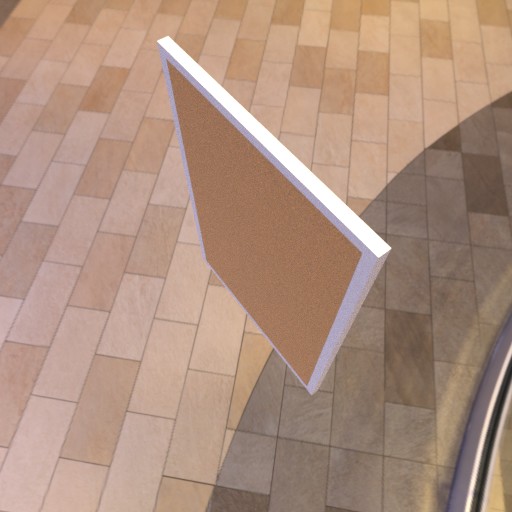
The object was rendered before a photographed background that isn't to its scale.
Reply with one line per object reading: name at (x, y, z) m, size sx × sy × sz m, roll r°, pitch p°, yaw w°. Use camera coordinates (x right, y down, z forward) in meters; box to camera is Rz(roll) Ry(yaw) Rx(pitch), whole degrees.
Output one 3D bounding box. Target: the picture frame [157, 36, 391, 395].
picture frame at (0.000, 0.000, 0.563) m, size 0.013 × 0.434 × 0.305 m, roll -33°, pitch 65°, yaw -17°
